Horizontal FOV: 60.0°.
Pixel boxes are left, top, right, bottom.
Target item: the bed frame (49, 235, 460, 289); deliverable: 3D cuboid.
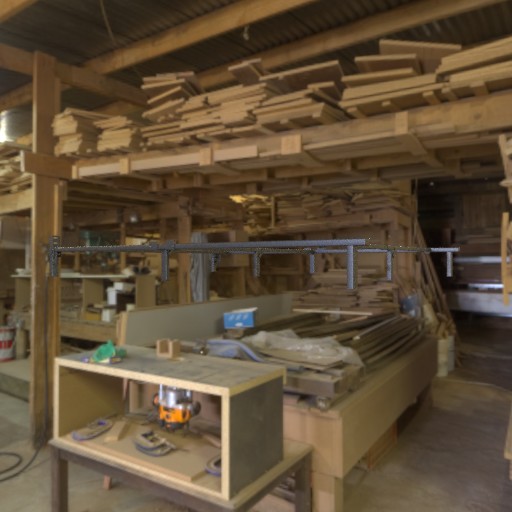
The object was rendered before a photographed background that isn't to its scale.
[{"bbox_3d":[0.000,0.000,2.681,1.990,0.248,1.498,0,-1,36],"label":"bed frame"}]
